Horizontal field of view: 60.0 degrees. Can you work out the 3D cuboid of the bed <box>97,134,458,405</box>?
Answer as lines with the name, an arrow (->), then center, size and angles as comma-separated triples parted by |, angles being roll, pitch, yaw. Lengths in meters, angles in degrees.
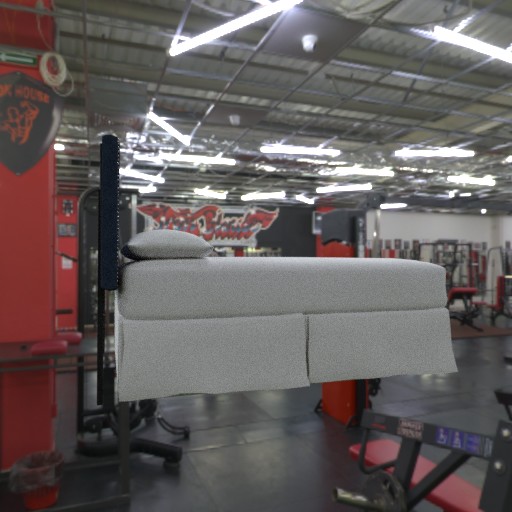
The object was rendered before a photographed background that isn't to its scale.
bed -> 0.000, 0.000, 3.245 | 2.153, 1.518, 1.725 | 0, -1, -18
